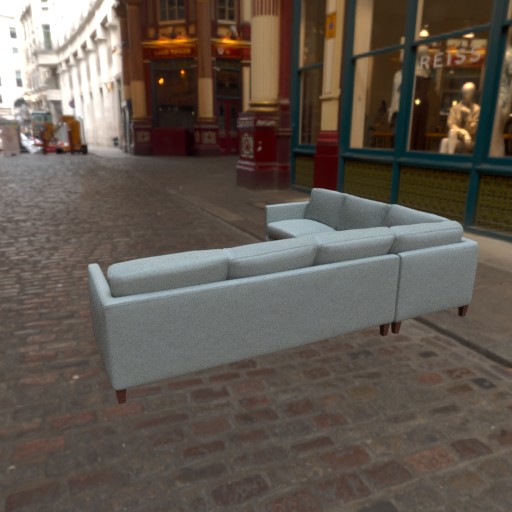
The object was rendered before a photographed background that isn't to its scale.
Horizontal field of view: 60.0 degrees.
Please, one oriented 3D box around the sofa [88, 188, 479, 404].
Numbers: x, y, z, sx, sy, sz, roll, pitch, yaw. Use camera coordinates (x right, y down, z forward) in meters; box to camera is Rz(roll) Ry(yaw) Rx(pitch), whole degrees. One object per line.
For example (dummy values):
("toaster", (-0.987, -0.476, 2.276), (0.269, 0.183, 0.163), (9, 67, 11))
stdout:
("sofa", (0.000, 0.000, 4.480), (3.301, 0.947, 2.592), (-8, 18, -25))
